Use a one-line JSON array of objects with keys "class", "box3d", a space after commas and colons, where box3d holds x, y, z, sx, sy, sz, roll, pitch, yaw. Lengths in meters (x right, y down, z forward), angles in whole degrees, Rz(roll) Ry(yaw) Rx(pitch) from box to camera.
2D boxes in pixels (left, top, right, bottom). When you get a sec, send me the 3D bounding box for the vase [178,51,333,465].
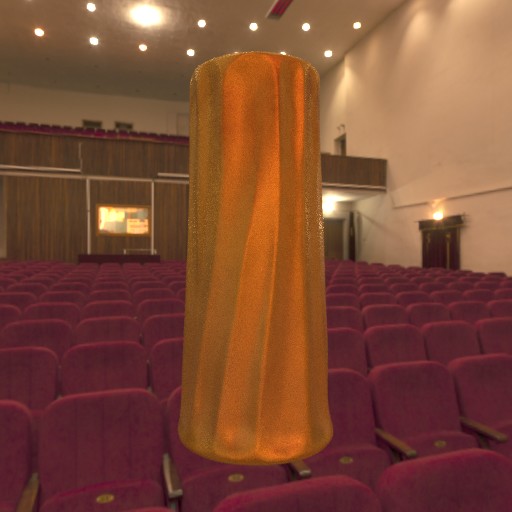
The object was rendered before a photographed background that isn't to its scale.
[{"class": "vase", "box3d": [0.000, 0.000, 0.179, 0.061, 0.143, 0.061, 0, -1, 0]}]
